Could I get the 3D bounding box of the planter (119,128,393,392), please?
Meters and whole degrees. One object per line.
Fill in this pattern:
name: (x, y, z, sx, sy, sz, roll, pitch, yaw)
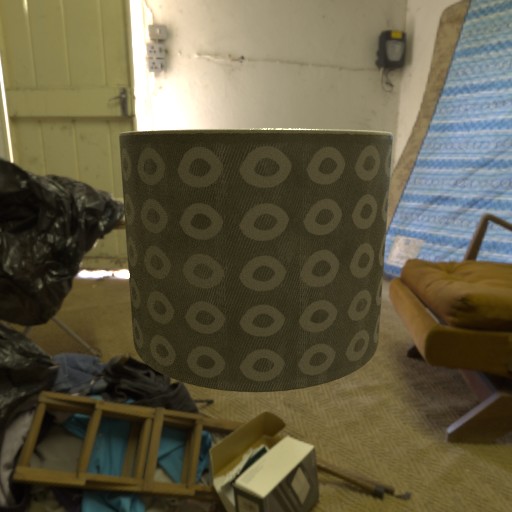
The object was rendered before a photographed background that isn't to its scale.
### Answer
planter: (0.000, 0.000, 0.342, 0.190, 0.181, 0.190, 0, 14, 0)
